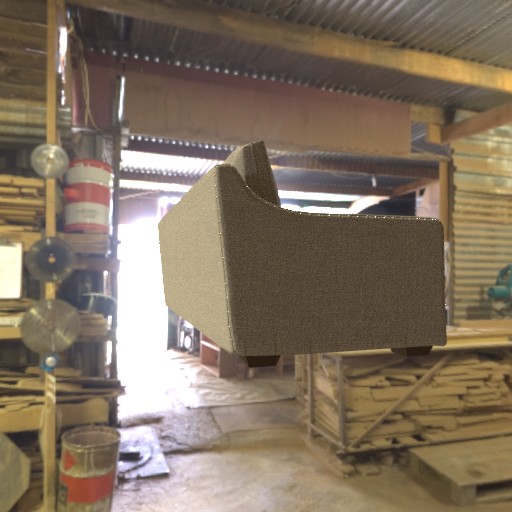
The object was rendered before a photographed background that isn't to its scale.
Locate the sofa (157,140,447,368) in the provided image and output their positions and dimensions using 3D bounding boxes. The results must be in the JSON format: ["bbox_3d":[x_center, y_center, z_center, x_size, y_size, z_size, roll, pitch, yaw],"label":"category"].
[{"bbox_3d":[0.000,0.000,2.708,1.000,0.857,2.208,0,-2,-18],"label":"sofa"}]
